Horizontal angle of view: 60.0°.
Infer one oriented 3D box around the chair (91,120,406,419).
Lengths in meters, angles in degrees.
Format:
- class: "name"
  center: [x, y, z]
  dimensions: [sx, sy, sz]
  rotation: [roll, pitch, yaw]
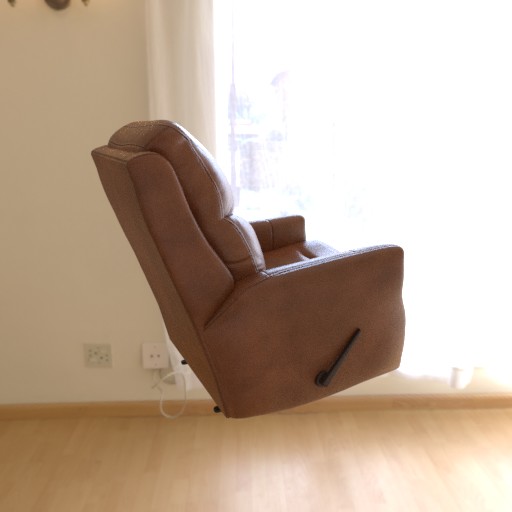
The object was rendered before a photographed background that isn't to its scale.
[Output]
- class: "chair"
  center: [0.000, 0.000, 1.746]
  dimensions: [1.072, 1.016, 0.821]
  rotation: [-8, 18, -26]
